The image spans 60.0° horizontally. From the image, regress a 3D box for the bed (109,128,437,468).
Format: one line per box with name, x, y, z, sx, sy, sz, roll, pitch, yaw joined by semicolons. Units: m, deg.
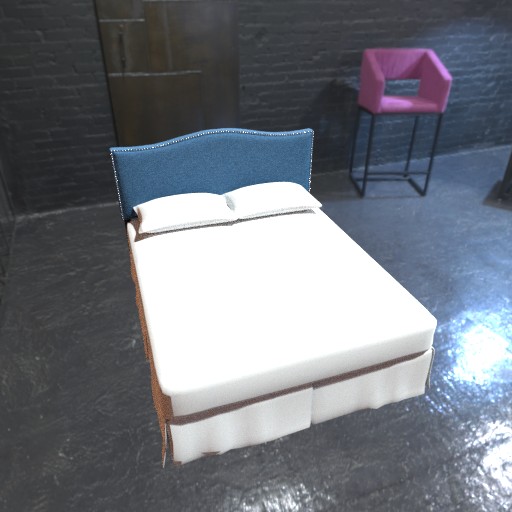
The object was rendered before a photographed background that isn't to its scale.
bed;0.000;0.000;2.885;1.610;1.169;1.872;-10;33;-16
